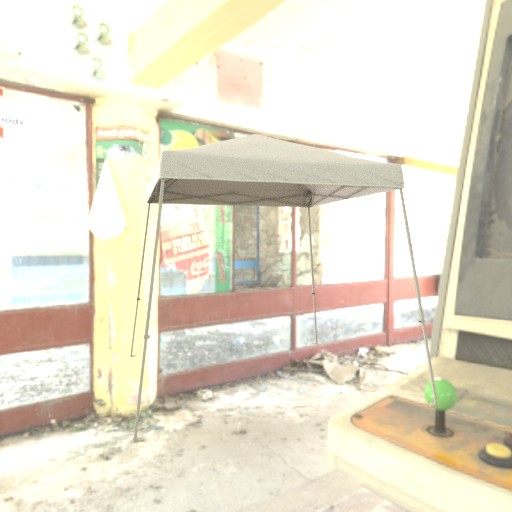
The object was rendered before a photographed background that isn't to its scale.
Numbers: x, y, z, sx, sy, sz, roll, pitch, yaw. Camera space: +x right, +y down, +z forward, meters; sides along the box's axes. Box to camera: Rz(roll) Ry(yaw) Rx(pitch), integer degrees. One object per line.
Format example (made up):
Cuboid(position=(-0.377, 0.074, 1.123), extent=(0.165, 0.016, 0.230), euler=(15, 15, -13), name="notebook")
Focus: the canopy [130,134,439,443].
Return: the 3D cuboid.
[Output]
Cuboid(position=(0.000, 0.000, 6.585), extent=(3.599, 3.600, 3.600), euler=(0, 1, -16), name="canopy")
